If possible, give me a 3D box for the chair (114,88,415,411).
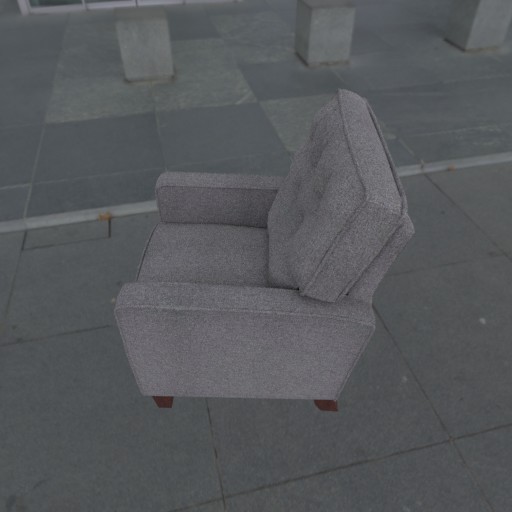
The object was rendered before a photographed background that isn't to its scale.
[{"bbox_3d":[0.000,0.000,1.429,0.775,0.889,0.650,1,43,1],"label":"chair"}]
